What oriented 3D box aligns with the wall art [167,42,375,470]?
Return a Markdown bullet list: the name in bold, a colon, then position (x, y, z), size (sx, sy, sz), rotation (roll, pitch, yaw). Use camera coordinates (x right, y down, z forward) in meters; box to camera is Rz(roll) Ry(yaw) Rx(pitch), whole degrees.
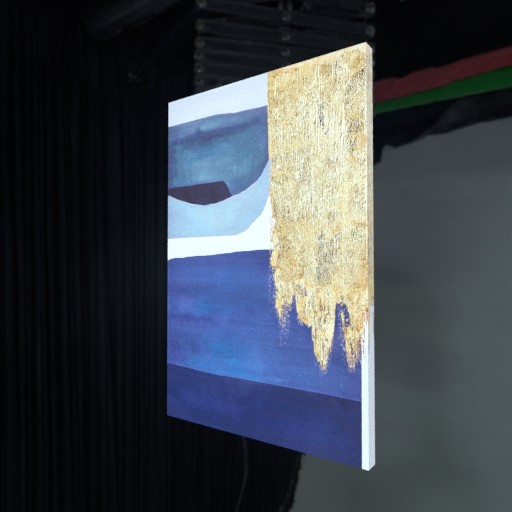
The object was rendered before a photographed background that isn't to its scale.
- **wall art**: position (0.000, 0.000, 1.133), size (0.607, 0.911, 0.039), rotation (-1, -2, 35)
